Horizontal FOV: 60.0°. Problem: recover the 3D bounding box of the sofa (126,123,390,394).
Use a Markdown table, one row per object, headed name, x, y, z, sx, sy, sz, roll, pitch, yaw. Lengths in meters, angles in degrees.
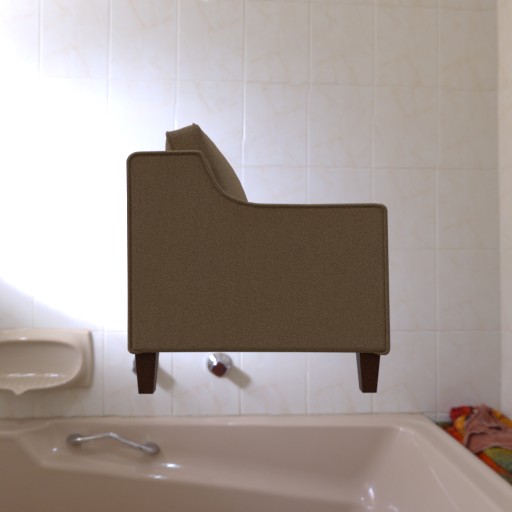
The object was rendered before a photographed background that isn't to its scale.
| name | x | y | z | sx | sy | sz | roll | pitch | yaw |
| --- | --- | --- | --- | --- | --- | --- | --- | --- | --- |
| sofa | 0.000 | 0.000 | 2.494 | 0.911 | 0.974 | 1.986 | 0 | -1 | -1 |
